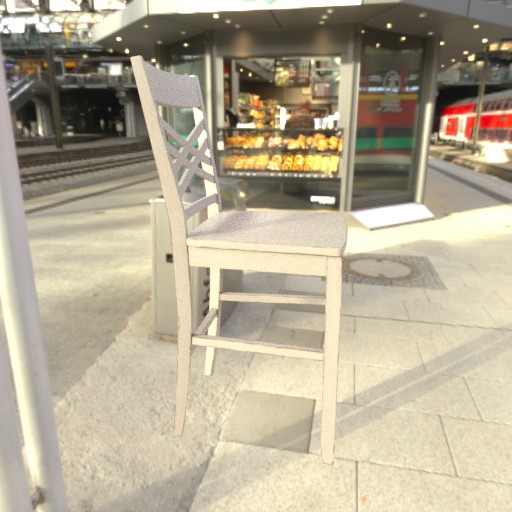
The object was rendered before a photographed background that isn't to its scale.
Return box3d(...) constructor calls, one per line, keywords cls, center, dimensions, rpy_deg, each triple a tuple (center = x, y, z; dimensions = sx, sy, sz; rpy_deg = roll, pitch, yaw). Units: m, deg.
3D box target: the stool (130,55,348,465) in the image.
box3d(cls="stool", center=(0.000, 0.000, 1.355), dimensions=(0.539, 1.079, 0.462), rpy_deg=(3, 17, 10))
